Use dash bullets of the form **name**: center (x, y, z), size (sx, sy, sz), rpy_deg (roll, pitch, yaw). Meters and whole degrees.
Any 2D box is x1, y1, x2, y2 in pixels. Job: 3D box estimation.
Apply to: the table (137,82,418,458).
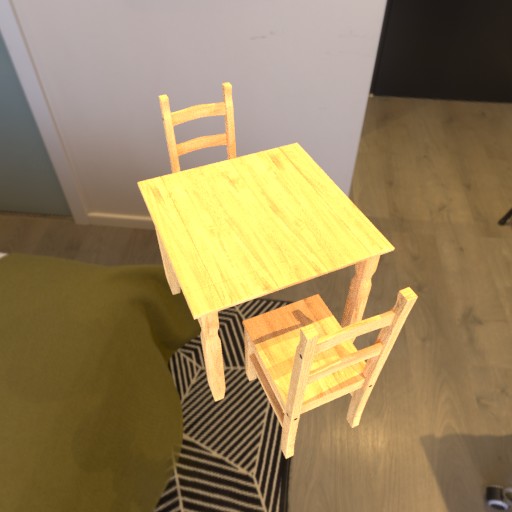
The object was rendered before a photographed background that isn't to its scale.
- **table**: center (0.000, 0.000, 2.045), size (0.813, 0.942, 1.501), rpy_deg (-18, 49, -16)
